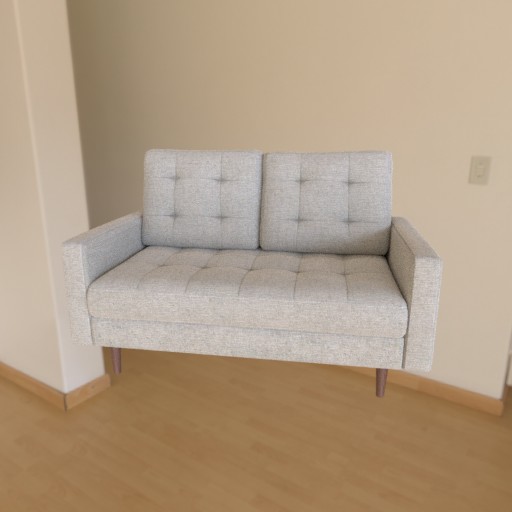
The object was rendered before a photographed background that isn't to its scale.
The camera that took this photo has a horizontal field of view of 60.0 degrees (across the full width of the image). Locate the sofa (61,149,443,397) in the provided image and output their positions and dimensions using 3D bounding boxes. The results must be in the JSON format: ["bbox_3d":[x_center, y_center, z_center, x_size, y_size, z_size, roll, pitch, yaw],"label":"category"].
[{"bbox_3d":[0.000,0.000,1.981,1.407,0.907,0.842,2,16,9],"label":"sofa"}]
